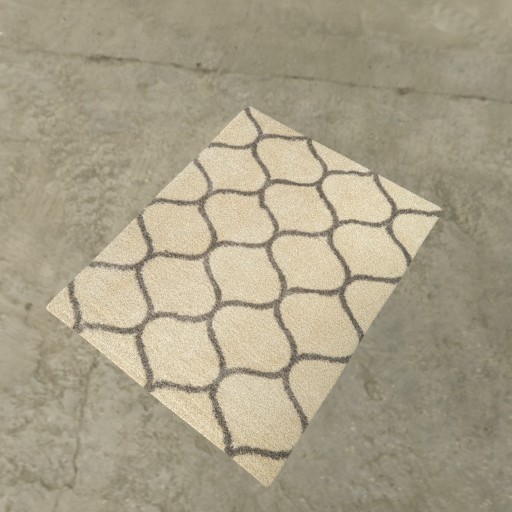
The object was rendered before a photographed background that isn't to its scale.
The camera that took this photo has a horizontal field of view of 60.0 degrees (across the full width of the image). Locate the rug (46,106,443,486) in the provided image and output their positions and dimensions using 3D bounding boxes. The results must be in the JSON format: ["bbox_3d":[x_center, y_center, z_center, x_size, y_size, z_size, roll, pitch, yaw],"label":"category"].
[{"bbox_3d":[0.000,0.000,4.121,2.399,0.026,3.000,33,67,16],"label":"rug"}]
